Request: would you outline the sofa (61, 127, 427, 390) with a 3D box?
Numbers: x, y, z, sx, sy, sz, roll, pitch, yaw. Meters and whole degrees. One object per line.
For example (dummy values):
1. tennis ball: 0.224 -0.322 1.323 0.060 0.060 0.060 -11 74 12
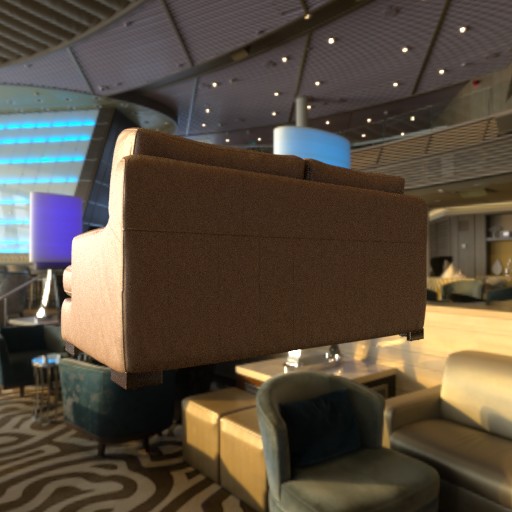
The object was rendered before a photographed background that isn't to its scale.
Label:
1. sofa: 0.000 0.000 2.453 1.855 0.980 0.962 1 -1 -36
